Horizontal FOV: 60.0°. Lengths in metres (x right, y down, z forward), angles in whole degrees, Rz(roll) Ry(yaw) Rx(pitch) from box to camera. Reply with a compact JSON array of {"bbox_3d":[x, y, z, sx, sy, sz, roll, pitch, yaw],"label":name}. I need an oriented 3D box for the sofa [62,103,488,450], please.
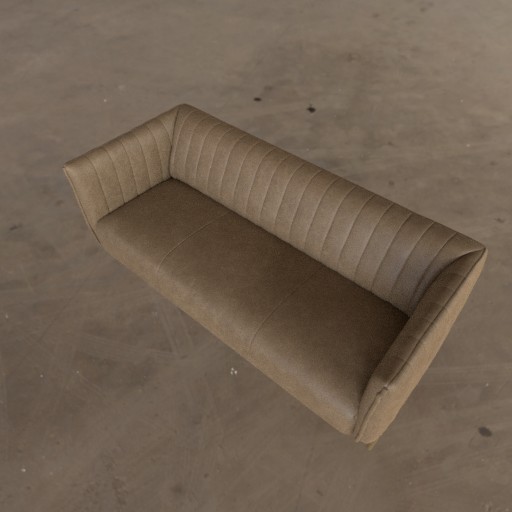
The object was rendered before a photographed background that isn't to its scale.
[{"bbox_3d":[0.000,0.000,2.357,1.980,0.779,0.876,32,55,26],"label":"sofa"}]
